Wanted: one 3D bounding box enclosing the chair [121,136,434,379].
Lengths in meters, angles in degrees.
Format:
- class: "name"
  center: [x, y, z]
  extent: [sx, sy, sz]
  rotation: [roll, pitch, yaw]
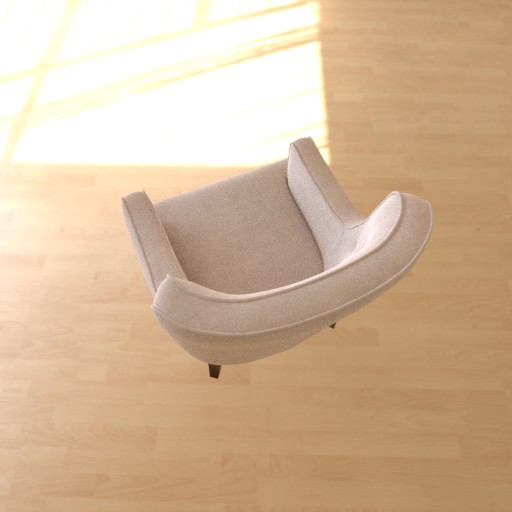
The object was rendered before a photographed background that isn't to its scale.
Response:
- class: "chair"
  center: [0.000, 0.000, 1.597]
  extent: [0.781, 0.920, 0.910]
  rotation: [-21, 61, -12]
